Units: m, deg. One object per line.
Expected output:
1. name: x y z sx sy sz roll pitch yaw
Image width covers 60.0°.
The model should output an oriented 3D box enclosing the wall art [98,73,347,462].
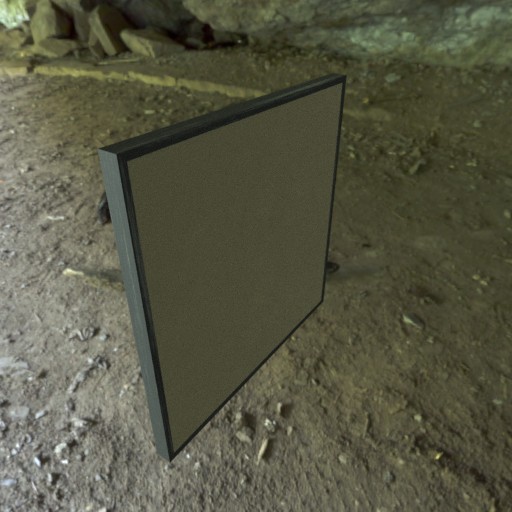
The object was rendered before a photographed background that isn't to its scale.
1. wall art: 0.000 0.000 1.125 0.043 0.758 0.762 21 38 30
